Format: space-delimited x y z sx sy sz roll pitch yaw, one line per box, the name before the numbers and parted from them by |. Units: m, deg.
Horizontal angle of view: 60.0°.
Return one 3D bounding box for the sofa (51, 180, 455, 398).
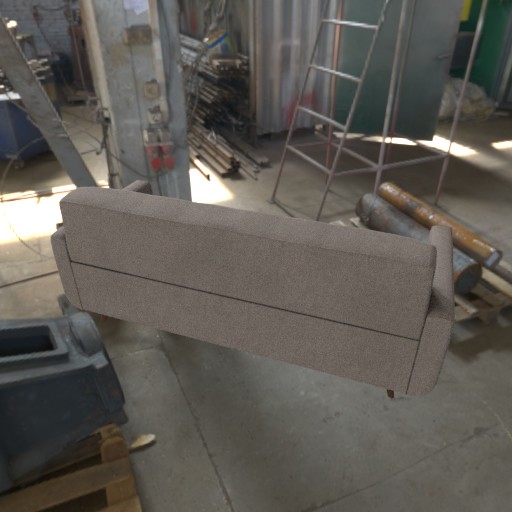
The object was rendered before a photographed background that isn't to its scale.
sofa | 0.000 0.000 2.505 2.029 0.841 0.909 11 33 17
